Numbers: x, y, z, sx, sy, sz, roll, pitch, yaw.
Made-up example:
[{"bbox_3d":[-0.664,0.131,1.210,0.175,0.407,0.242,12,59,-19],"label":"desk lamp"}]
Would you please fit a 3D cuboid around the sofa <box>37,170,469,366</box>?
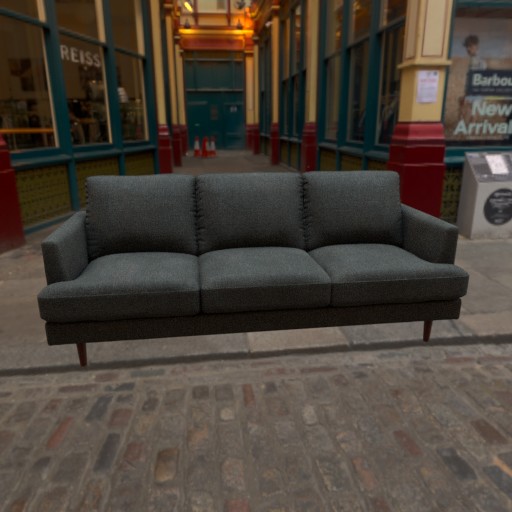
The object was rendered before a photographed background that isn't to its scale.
[{"bbox_3d":[0.000,0.000,2.657,2.246,0.930,0.903,-2,17,-8],"label":"sofa"}]
